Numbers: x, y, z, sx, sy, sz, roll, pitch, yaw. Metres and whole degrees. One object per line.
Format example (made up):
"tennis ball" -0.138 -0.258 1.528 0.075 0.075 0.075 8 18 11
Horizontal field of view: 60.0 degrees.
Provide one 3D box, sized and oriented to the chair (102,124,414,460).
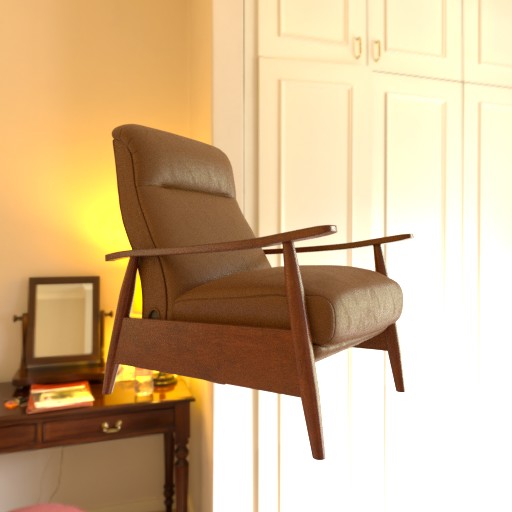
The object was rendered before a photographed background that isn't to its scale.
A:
"chair" 0.000 0.000 1.753 1.014 1.082 0.762 0 1 36
